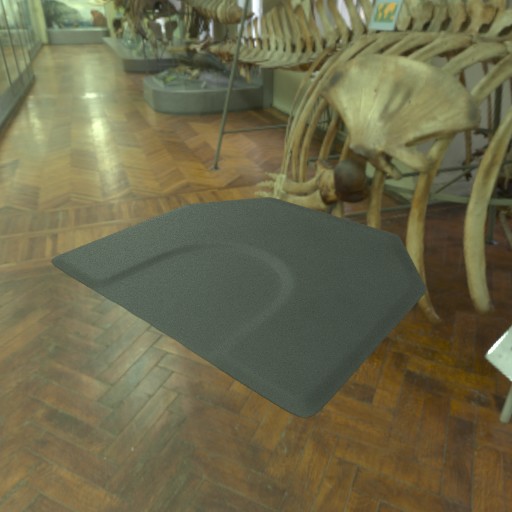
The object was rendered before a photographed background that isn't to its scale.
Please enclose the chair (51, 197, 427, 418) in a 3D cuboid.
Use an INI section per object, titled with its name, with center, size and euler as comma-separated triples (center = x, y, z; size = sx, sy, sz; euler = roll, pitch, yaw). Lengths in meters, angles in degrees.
[chair]
center = 0.000, 0.000, 1.958
size = 1.372, 0.024, 1.219
euler = 22, 36, 34
